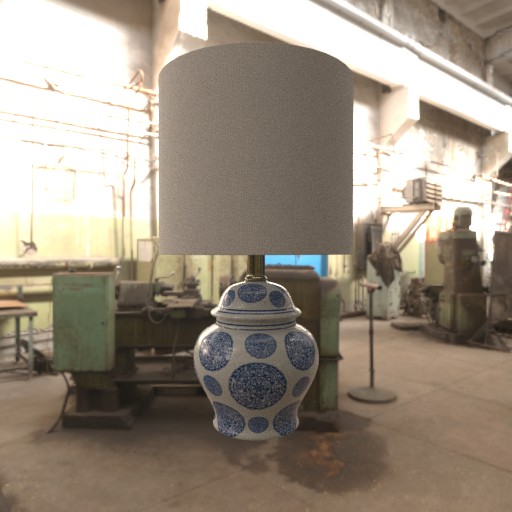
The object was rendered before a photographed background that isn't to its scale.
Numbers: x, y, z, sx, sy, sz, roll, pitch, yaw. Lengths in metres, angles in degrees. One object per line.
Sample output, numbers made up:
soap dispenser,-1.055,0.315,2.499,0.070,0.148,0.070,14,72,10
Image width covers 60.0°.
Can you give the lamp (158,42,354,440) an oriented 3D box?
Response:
lamp,0.000,0.000,0.501,0.215,0.381,0.215,-1,1,-38
